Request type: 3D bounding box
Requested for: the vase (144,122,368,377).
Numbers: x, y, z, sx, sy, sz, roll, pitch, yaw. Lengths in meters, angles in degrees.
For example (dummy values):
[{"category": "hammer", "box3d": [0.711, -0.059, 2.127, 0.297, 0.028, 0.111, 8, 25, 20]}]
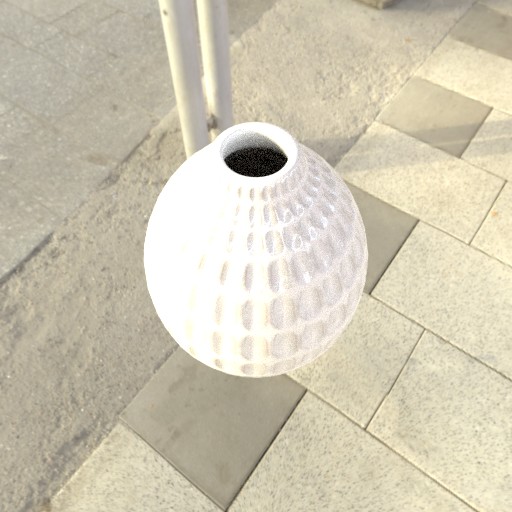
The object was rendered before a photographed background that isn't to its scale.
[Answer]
[{"category": "vase", "box3d": [0.000, 0.000, 0.259, 0.128, 0.167, 0.128, 0, 57, 0]}]
